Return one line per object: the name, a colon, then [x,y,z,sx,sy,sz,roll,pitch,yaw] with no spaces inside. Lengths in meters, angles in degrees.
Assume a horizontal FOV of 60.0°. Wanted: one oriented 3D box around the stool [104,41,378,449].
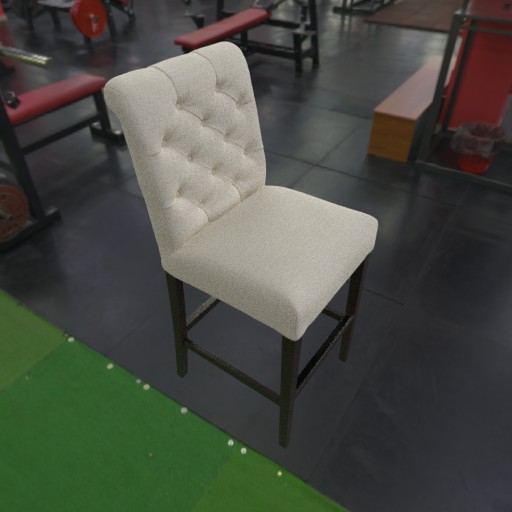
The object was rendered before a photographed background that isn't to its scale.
stool: [0.000,0.000,1.416,0.610,1.118,0.482,25,46,27]
